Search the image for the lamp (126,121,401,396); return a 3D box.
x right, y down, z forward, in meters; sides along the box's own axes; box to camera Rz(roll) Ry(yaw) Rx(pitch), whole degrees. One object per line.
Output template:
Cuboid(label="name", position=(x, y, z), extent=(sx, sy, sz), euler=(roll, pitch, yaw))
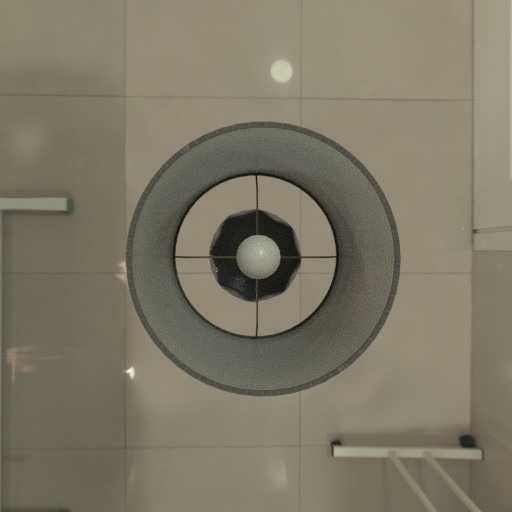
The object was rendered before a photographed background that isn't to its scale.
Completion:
Cuboid(label="lamp", position=(0.000, 0.000, 0.715), extent=(0.269, 0.566, 0.268), euler=(0, 91, -2))
